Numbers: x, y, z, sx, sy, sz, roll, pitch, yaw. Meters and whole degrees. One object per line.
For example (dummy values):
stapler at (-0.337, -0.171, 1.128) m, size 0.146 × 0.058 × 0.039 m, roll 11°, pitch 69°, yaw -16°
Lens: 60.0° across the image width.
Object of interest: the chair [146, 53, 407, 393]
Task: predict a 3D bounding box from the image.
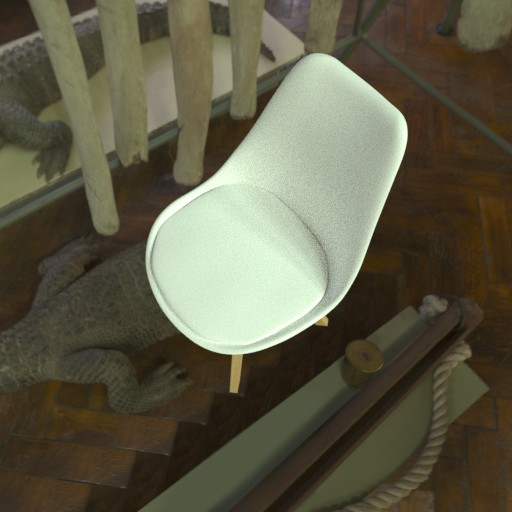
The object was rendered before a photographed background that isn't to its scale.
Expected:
chair at (0.000, 0.000, 1.158) m, size 0.550 × 0.849 × 0.485 m, roll -33°, pitch 67°, yaw -16°
